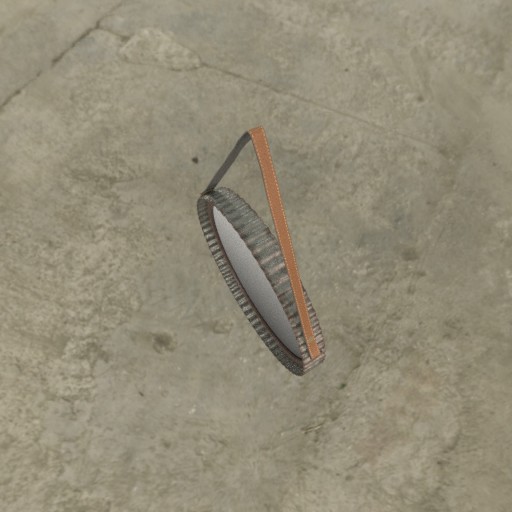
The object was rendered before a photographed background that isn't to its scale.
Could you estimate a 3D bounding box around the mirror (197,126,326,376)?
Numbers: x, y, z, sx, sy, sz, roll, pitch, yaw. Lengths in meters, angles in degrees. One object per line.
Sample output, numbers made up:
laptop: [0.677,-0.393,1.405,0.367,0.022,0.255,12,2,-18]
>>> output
mirror: [0.000,0.000,0.694,0.042,0.568,0.355,-30,67,-14]
